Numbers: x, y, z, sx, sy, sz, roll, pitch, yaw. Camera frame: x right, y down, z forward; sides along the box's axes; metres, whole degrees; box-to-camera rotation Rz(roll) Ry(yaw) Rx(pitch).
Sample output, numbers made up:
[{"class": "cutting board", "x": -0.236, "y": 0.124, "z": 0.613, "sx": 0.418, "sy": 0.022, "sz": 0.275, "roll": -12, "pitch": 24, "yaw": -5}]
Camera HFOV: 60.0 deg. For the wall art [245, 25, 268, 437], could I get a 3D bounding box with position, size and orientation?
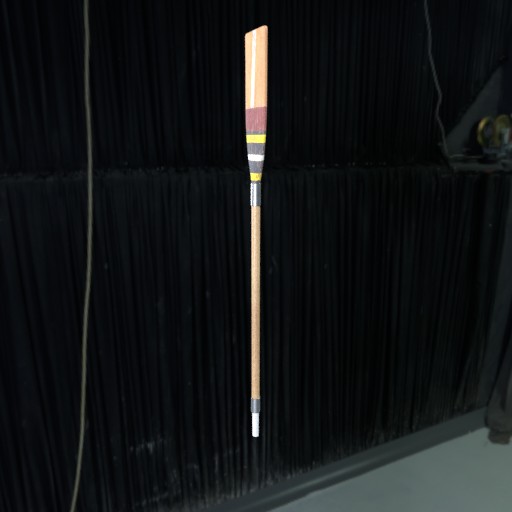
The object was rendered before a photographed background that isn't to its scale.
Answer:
[{"class": "wall art", "x": 0.000, "y": 0.000, "z": 1.668, "sx": 0.038, "sy": 1.556, "sz": 0.146, "roll": -7, "pitch": 16, "yaw": -26}]
